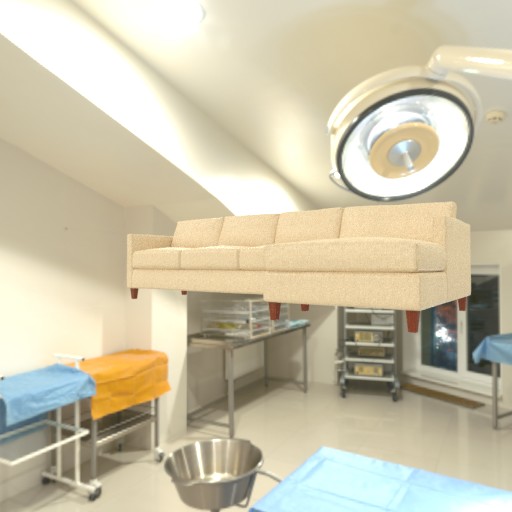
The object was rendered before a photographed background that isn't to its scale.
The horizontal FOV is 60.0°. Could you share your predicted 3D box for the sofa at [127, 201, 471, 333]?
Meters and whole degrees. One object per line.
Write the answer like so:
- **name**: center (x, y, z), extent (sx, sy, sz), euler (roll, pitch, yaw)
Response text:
- **sofa**: center (0.000, 0.000, 4.193), extent (3.471, 0.954, 1.603), euler (-1, -1, 35)
